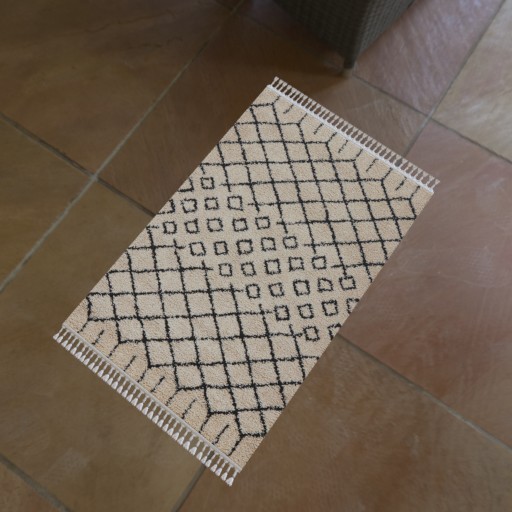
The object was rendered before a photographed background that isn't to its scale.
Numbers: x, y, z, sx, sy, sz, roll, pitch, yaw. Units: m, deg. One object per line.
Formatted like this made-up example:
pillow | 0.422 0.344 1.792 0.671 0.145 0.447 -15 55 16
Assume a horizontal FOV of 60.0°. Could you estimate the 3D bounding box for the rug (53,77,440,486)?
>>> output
rug | 0.000 0.000 2.458 1.196 0.008 2.006 36 78 9
